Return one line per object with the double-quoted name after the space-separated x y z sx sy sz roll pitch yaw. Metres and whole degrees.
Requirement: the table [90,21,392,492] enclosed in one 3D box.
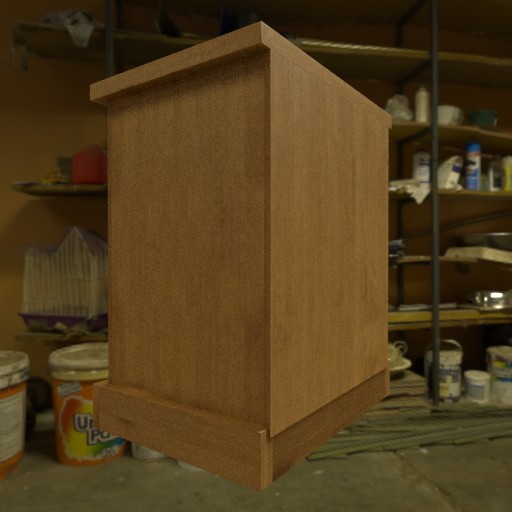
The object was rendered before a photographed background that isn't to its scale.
0.000 0.000 1.176 0.500 0.813 0.660 0 1 36 "table"
